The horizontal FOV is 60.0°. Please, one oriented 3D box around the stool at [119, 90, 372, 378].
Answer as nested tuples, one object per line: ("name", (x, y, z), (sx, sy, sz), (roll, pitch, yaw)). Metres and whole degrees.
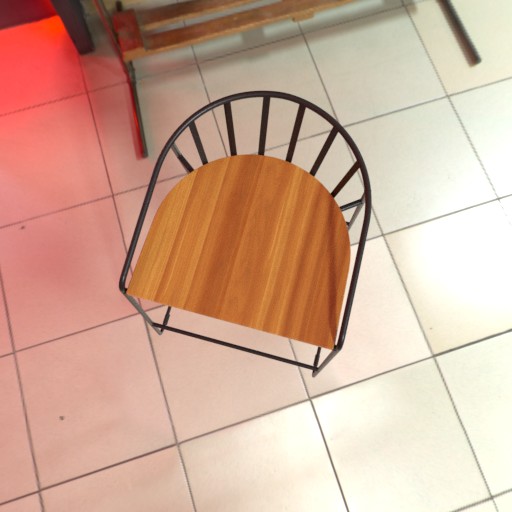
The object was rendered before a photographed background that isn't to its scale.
("stool", (0.000, 0.000, 1.173), (0.546, 0.812, 0.521), (15, 77, 4))
